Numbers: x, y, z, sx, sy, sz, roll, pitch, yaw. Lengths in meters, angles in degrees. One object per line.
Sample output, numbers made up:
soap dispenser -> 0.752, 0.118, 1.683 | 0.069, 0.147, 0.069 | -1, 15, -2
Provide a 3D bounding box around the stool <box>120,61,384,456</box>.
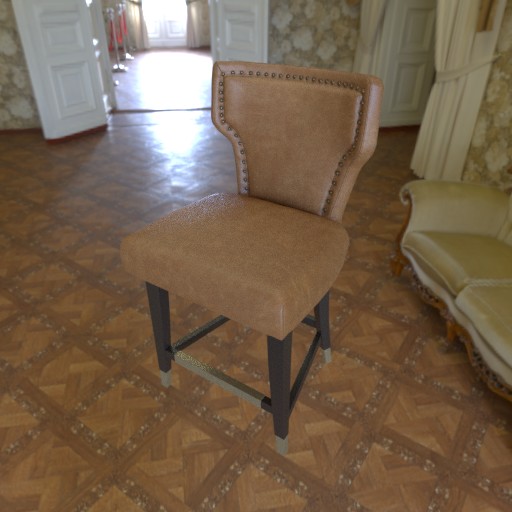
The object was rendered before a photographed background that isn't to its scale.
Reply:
stool -> 0.000, 0.000, 1.295 | 0.526, 0.982, 0.563 | 19, 37, 28
